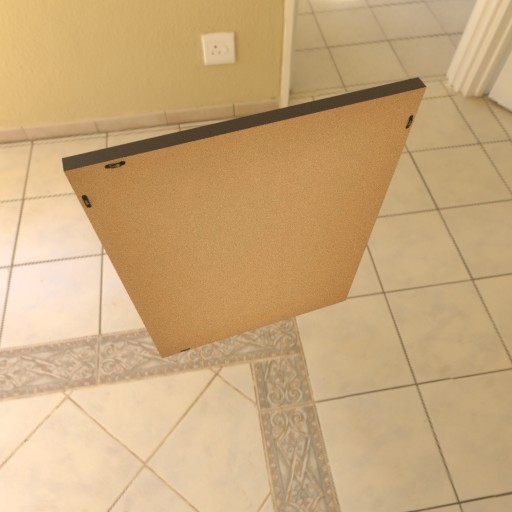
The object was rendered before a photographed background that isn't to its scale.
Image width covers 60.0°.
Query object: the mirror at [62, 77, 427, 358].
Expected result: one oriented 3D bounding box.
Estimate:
[{"bbox_3d":[0.000,0.000,1.321,0.762,1.016,0.041,-16,59,-10],"label":"mirror"}]
